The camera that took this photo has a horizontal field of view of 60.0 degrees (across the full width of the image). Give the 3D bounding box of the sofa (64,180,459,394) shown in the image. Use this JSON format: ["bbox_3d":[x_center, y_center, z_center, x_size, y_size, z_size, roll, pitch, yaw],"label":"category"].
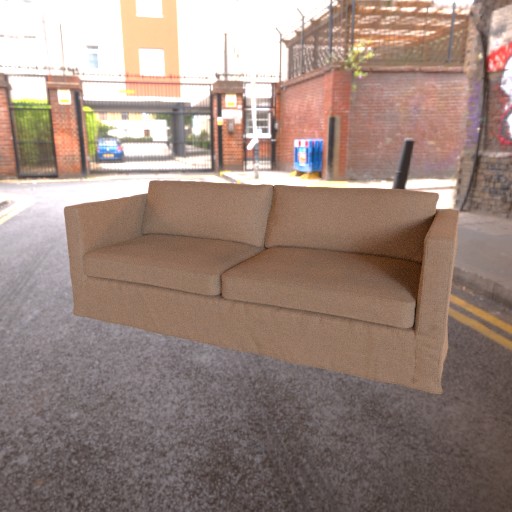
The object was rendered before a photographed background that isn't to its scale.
[{"bbox_3d":[0.000,0.000,2.768,2.296,0.847,0.956,7,16,24],"label":"sofa"}]
